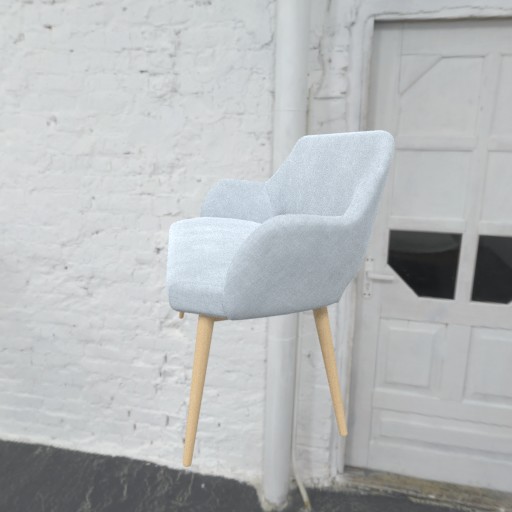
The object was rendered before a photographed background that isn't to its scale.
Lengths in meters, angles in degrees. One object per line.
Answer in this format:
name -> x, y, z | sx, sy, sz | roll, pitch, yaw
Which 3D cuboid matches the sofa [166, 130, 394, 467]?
sofa -> 0.000, 0.000, 1.572 | 0.610, 0.840, 1.150 | -2, 14, -10
